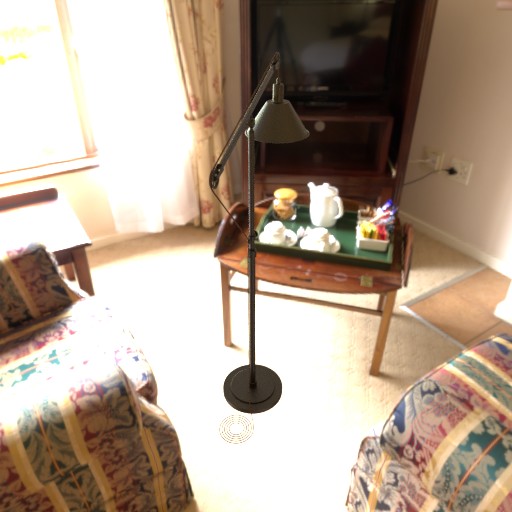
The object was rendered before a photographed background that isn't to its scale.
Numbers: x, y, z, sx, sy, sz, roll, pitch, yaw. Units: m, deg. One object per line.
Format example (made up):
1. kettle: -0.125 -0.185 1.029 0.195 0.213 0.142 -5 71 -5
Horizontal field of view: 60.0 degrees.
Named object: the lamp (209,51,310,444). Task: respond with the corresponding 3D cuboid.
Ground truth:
1. lamp: 0.000 0.000 2.003 0.319 1.626 0.904 10 33 15
